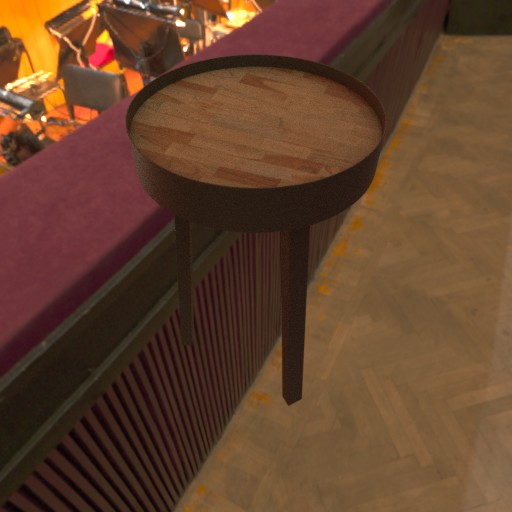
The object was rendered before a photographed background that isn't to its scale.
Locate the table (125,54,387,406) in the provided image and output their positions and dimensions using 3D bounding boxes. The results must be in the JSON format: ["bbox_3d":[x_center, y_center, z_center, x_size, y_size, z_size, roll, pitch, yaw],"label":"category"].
[{"bbox_3d":[0.000,0.000,0.953,0.406,0.686,0.406,25,52,21],"label":"table"}]
